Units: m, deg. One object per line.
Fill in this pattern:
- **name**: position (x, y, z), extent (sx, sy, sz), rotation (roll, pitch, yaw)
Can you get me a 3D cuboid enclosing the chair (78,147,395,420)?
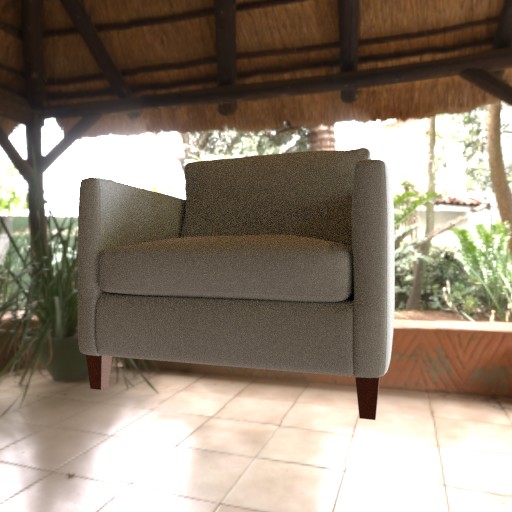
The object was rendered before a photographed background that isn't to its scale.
- **chair**: position (0.000, 0.000, 1.857), extent (1.107, 0.961, 0.953), rotation (0, 0, 18)
